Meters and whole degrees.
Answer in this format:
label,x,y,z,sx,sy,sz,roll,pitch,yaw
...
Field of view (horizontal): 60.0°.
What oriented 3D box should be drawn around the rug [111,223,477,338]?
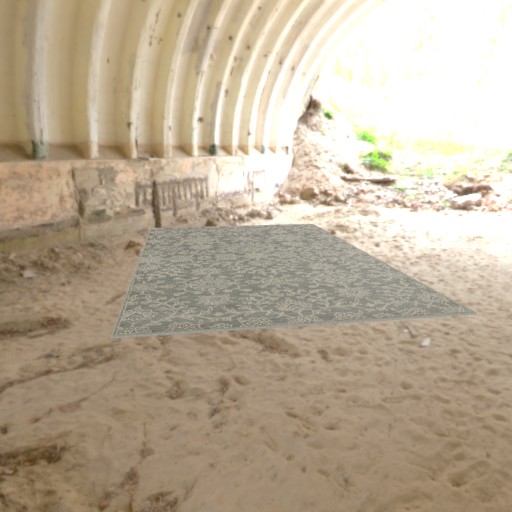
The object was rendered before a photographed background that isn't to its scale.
label,x,y,z,sx,sy,sz,roll,pitch,yaw
rug,0.000,0.000,2.948,1.515,0.010,2.430,-2,14,-9
